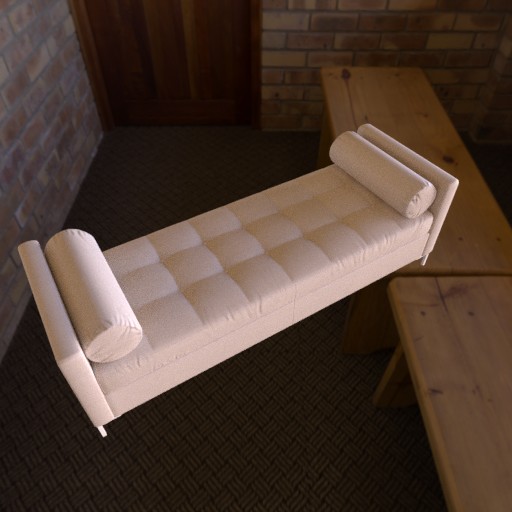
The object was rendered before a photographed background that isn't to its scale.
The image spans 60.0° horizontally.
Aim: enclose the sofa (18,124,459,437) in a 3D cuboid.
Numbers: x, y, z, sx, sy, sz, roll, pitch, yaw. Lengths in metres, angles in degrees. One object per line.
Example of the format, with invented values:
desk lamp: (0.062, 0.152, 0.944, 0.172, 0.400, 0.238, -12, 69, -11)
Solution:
sofa: (0.000, 0.000, 2.259, 1.981, 0.635, 0.686, -24, 50, -22)
